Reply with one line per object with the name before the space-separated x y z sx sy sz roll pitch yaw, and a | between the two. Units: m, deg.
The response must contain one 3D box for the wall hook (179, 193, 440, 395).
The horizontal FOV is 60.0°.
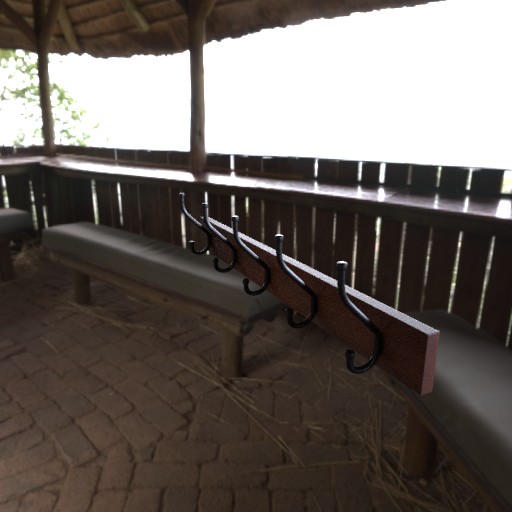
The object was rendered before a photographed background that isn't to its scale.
wall hook | 0.000 0.000 0.614 0.071 0.117 0.571 -8 18 -25
